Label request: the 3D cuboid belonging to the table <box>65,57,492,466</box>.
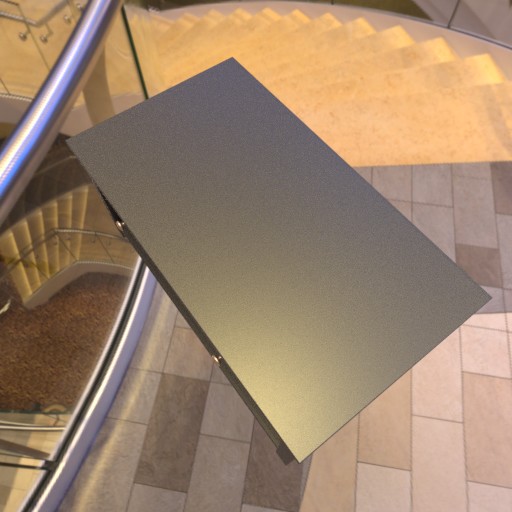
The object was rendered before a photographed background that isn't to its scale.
[{"bbox_3d":[0.000,0.000,1.390,0.612,0.493,1.068,-34,67,-16],"label":"table"}]
